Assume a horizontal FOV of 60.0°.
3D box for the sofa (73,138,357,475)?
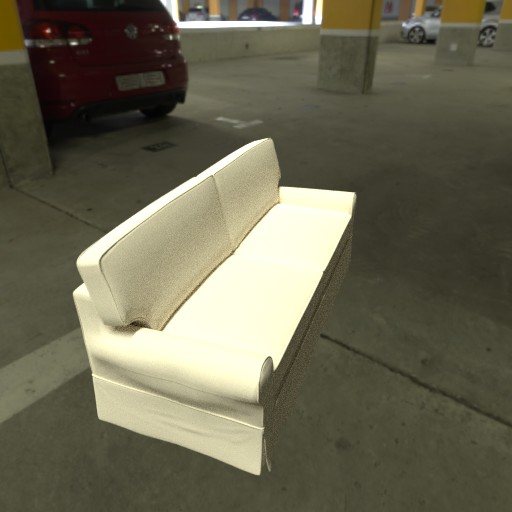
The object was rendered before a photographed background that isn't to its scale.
[{"bbox_3d":[0.000,0.000,2.545,0.862,0.937,2.021,10,30,18],"label":"sofa"}]
